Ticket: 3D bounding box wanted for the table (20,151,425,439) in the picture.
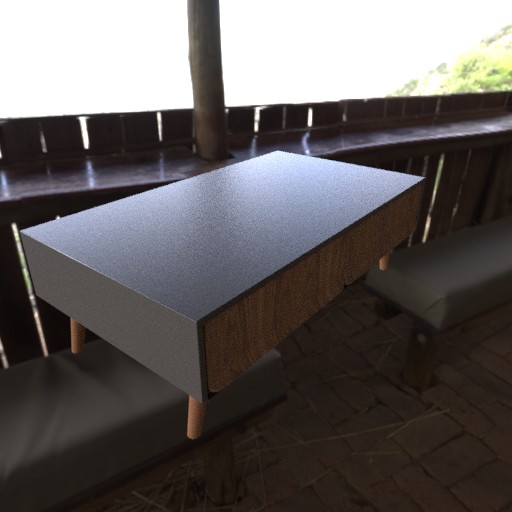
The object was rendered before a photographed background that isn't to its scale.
[{"bbox_3d":[0.000,0.000,1.530,0.703,0.404,1.201,20,33,34],"label":"table"}]
